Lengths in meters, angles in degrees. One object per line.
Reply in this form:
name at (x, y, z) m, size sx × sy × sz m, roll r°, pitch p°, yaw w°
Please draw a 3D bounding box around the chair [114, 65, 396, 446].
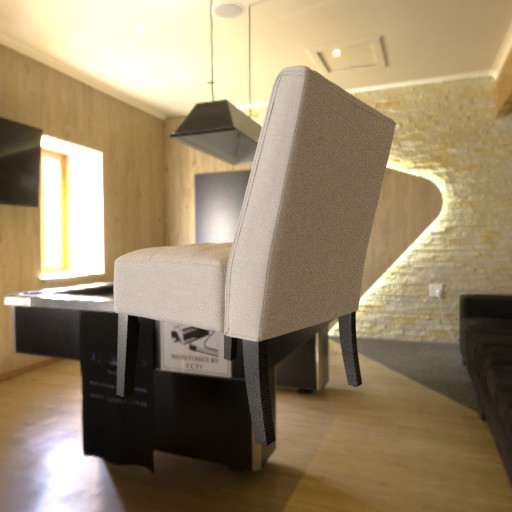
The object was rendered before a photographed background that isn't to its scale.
chair at (0.000, 0.000, 1.351) m, size 0.676 × 0.853 × 0.569 m, roll 2°, pitch 3°, yaw 36°
